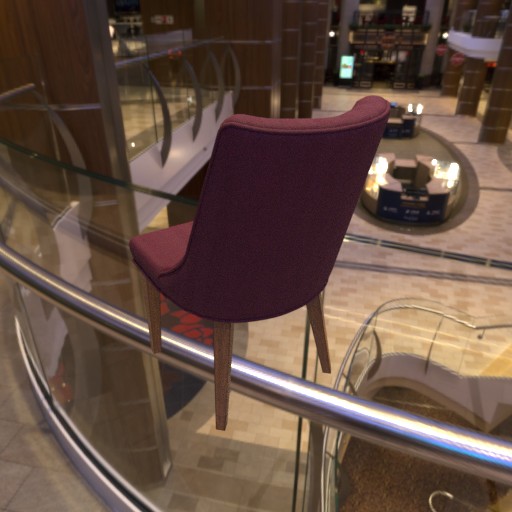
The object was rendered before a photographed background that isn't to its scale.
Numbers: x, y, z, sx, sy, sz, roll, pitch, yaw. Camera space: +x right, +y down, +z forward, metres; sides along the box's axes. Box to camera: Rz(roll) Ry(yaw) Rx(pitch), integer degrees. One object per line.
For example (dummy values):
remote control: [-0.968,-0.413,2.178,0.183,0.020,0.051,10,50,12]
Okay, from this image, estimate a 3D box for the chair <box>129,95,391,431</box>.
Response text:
chair: [0.000,0.000,1.291,0.548,0.916,0.638,-18,34,-29]
